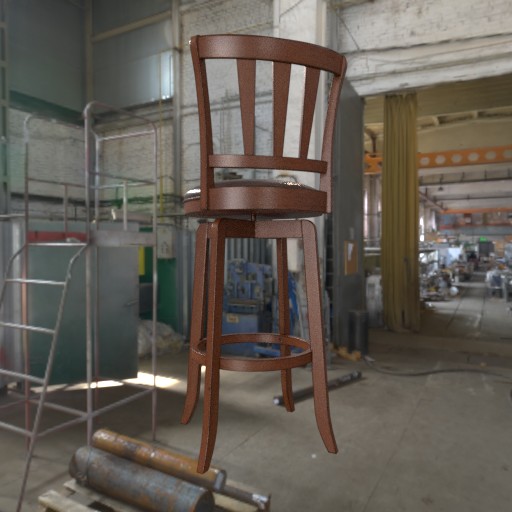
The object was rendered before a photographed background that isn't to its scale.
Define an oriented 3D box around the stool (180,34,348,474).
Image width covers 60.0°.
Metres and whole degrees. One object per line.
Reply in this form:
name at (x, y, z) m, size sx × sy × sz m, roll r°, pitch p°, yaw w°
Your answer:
stool at (0.000, 0.000, 1.405) m, size 0.464 × 1.177 × 0.503 m, roll 0°, pitch 1°, yaw -17°
